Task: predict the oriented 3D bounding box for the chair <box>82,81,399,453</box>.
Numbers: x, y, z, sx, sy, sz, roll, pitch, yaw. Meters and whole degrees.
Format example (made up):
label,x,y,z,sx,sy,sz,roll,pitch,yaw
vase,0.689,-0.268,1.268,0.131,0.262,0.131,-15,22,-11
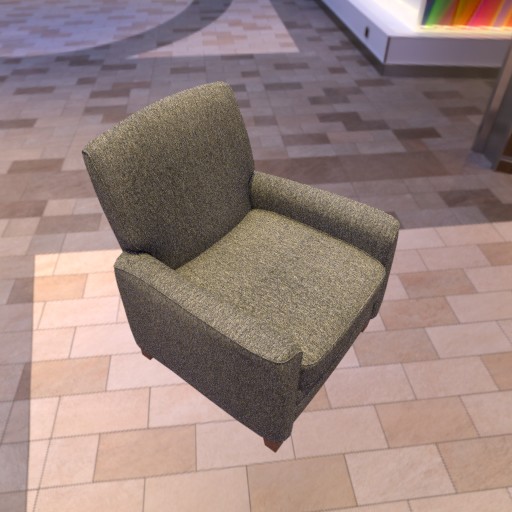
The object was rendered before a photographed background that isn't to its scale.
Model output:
label,x,y,z,sx,sy,sz,roll,pitch,yaw
chair,0.000,0.000,1.676,0.864,1.014,0.848,27,49,27
